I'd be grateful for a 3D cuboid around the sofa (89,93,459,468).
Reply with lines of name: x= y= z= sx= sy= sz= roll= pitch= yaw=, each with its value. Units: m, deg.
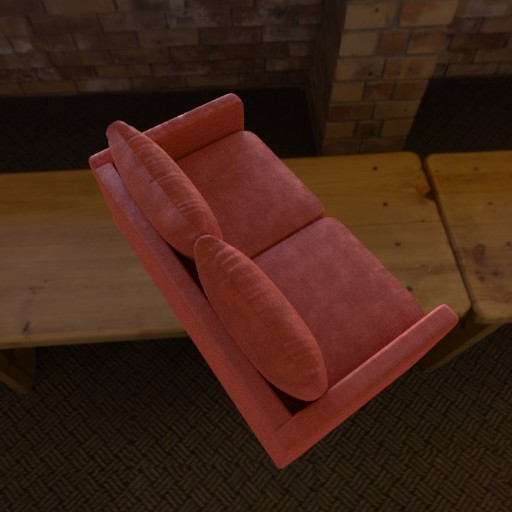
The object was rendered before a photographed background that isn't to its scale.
sofa: x=0.000 y=0.000 z=2.073 sx=0.864 sy=0.896 sz=1.574 roll=-31 pitch=64 yaw=-17
